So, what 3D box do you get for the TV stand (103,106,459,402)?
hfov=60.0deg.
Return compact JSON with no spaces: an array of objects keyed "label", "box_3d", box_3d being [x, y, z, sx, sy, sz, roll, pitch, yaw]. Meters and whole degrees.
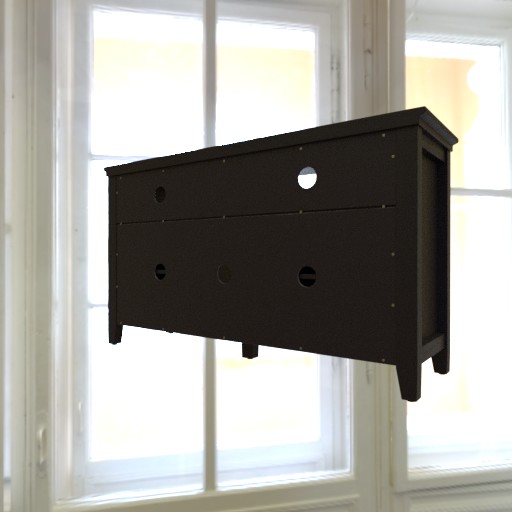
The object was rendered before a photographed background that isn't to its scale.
[{"label":"TV stand","box_3d":[0.000,0.000,1.493,1.198,0.681,0.347,0,0,36]}]
